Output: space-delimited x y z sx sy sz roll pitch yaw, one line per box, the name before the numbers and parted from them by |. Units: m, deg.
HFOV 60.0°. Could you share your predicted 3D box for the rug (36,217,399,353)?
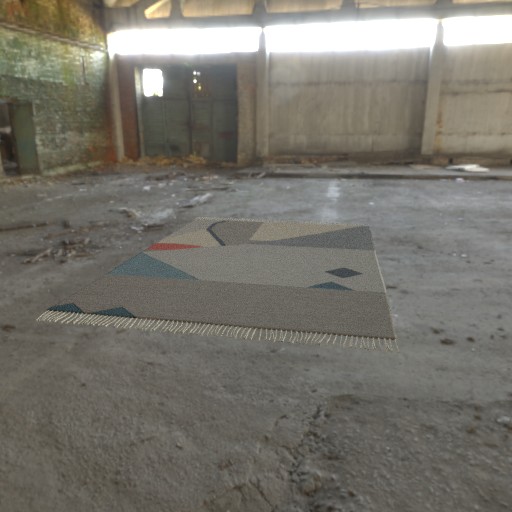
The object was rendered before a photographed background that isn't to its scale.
rug | 0.000 0.000 2.269 1.220 0.005 1.828 3 17 10
